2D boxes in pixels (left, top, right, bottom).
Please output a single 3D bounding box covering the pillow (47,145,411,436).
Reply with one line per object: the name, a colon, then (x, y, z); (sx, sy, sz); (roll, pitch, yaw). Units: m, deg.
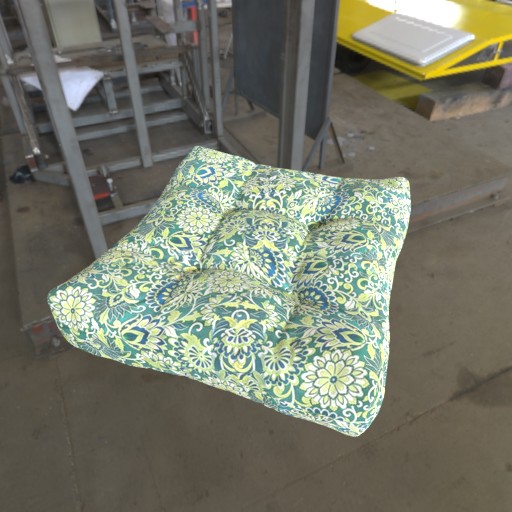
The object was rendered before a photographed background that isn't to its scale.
pillow: (0.000, 0.000, 0.743); (0.468, 0.128, 0.490); (13, 43, 14)
